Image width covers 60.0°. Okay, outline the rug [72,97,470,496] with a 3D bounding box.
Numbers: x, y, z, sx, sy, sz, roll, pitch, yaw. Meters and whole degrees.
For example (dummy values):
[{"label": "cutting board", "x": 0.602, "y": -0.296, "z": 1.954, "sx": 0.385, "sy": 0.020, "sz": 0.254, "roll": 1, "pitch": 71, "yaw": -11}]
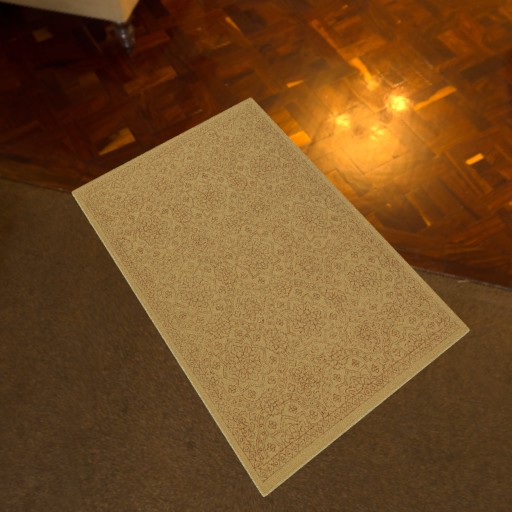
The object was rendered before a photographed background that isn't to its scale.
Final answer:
[{"label": "rug", "x": 0.000, "y": 0.000, "z": 2.291, "sx": 1.219, "sy": 0.010, "sz": 1.829, "roll": -33, "pitch": 69, "yaw": -14}]
